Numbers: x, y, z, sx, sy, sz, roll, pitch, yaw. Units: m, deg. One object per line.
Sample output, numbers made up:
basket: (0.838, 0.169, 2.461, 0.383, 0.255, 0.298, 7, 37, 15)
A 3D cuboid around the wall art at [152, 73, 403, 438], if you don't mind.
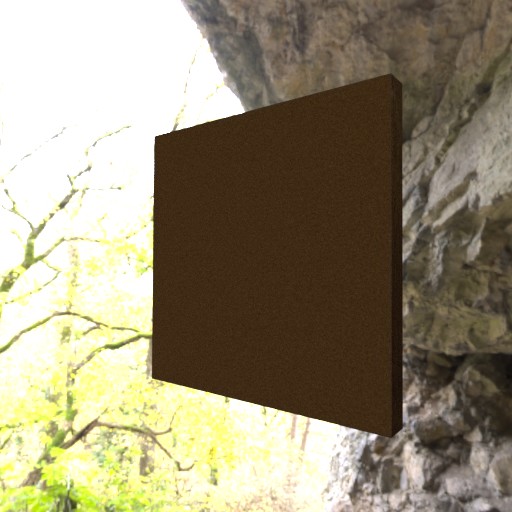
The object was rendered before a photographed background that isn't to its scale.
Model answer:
wall art: (0.000, 0.000, 0.626, 0.406, 0.403, 0.039, -1, -1, 37)
